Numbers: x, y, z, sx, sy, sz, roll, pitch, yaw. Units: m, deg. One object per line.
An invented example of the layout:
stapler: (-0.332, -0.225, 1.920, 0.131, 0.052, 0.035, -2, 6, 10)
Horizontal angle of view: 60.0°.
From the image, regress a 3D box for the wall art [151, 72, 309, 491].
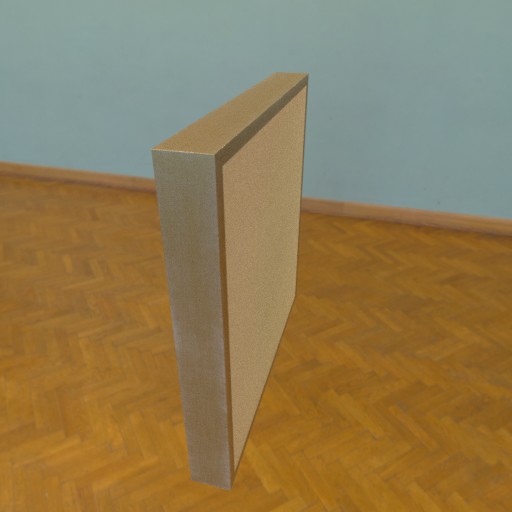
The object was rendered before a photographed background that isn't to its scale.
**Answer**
wall art: (0.000, 0.000, 0.448, 0.038, 0.305, 0.306, 8, 31, 13)
